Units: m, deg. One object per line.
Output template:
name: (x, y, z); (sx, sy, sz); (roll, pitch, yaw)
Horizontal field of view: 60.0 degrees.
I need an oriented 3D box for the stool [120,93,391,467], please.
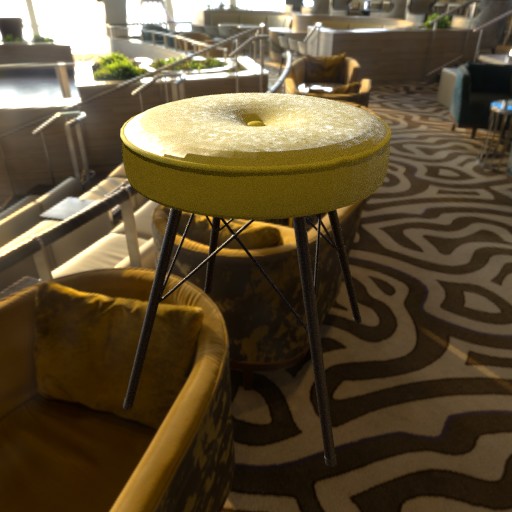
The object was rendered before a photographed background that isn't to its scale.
stool: (0.000, 0.000, 0.808); (0.409, 0.508, 0.409); (9, 33, 15)
